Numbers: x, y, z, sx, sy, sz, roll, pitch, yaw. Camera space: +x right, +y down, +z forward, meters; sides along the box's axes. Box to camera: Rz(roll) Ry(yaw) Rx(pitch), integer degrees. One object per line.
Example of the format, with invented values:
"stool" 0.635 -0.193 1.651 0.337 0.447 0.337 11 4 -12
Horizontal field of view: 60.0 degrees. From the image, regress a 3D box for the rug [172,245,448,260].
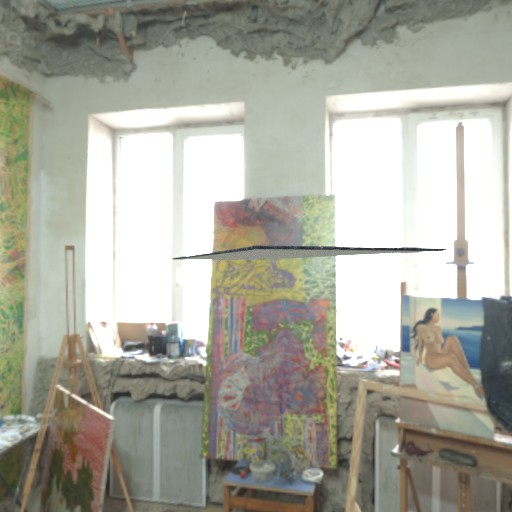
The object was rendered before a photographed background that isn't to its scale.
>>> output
"rug" 0.000 0.000 2.547 0.719 0.013 2.306 0 -1 -17
